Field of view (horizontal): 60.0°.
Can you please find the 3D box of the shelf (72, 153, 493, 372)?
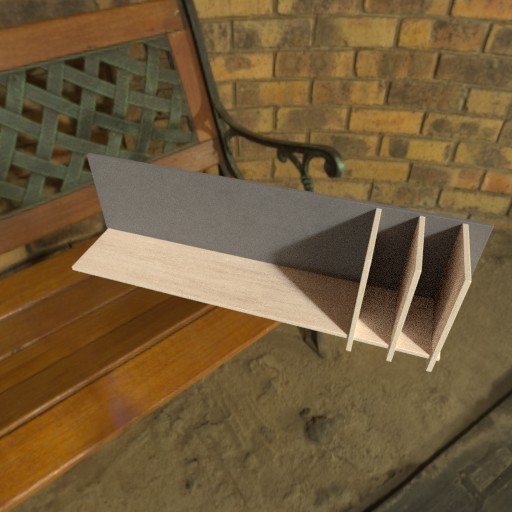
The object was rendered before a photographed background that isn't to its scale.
[{"bbox_3d":[0.000,0.000,1.111,1.020,0.300,0.200,12,43,14],"label":"shelf"}]
